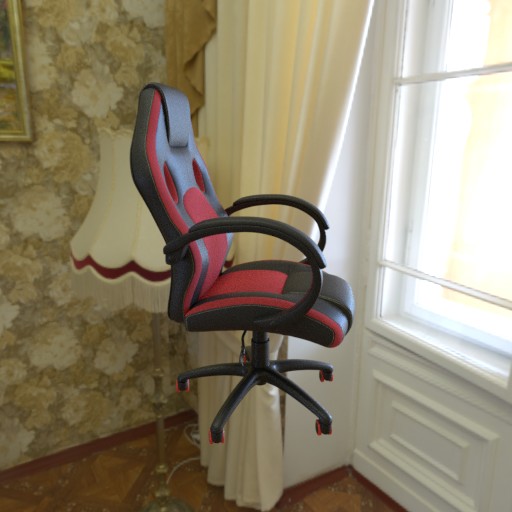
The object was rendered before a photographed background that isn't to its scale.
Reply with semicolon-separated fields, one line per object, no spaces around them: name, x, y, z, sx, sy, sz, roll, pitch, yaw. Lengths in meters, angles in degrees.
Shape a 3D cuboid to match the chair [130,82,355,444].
chair;0.000;0.000;1.626;0.724;1.187;0.673;2;15;10
